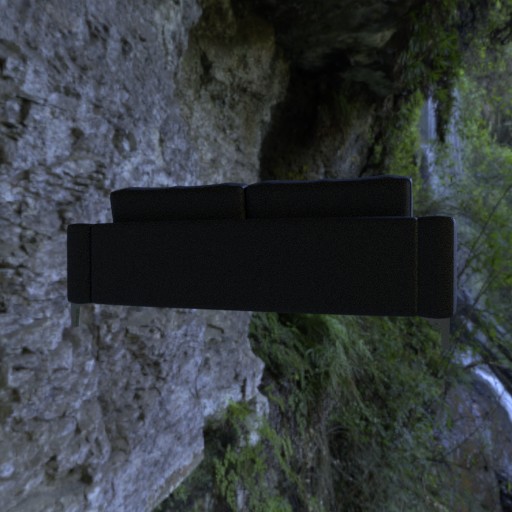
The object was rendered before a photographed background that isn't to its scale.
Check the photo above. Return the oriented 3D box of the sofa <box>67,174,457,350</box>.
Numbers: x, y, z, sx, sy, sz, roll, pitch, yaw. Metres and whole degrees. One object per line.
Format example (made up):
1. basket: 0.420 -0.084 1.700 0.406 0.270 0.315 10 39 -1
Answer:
1. sofa: 0.000 0.000 2.829 2.275 0.893 0.833 0 1 17
